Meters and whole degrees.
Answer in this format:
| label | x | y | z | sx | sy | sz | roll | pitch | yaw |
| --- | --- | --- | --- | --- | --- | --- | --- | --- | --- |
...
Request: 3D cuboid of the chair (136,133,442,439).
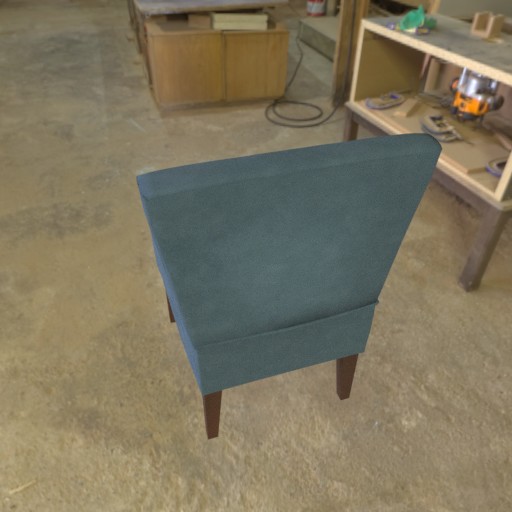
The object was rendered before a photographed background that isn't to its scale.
| label | x | y | z | sx | sy | sz | roll | pitch | yaw |
| --- | --- | --- | --- | --- | --- | --- | --- | --- | --- |
| chair | 0.000 | 0.000 | 1.147 | 0.521 | 0.806 | 0.551 | -11 | 41 | -13 |
